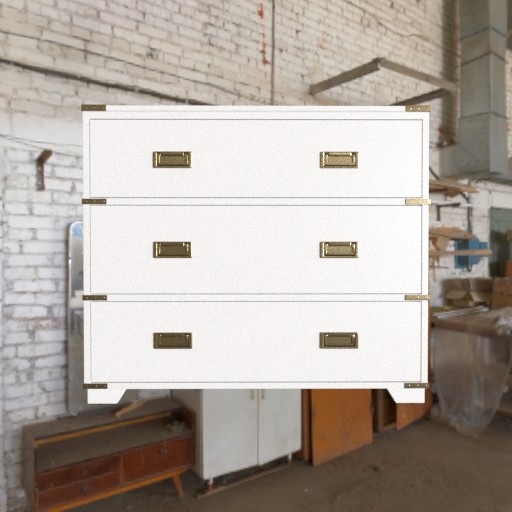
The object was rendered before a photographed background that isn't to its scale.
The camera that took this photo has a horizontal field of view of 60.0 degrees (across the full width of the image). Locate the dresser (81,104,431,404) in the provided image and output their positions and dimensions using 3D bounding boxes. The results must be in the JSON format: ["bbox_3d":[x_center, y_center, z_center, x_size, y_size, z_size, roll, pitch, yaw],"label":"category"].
[{"bbox_3d":[0.000,0.000,1.530,1.022,0.891,0.460,0,1,0],"label":"dresser"}]
